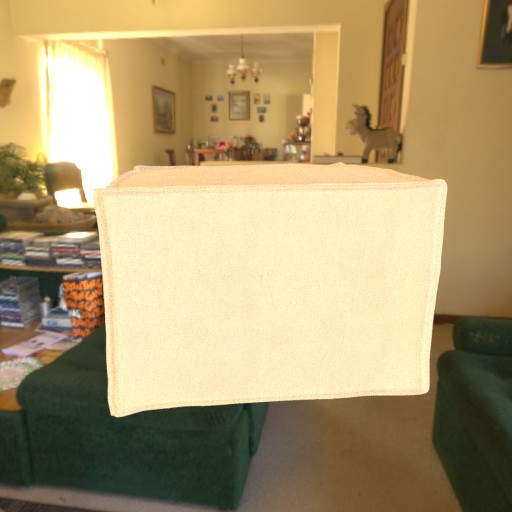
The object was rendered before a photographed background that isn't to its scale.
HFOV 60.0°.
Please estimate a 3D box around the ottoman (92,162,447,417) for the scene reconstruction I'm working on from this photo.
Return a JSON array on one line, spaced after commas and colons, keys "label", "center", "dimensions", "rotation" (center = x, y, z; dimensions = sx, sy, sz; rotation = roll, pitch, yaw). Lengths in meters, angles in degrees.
[{"label": "ottoman", "center": [0.000, 0.000, 1.170], "dimensions": [0.696, 0.470, 0.707], "rotation": [-2, 14, -8]}]
